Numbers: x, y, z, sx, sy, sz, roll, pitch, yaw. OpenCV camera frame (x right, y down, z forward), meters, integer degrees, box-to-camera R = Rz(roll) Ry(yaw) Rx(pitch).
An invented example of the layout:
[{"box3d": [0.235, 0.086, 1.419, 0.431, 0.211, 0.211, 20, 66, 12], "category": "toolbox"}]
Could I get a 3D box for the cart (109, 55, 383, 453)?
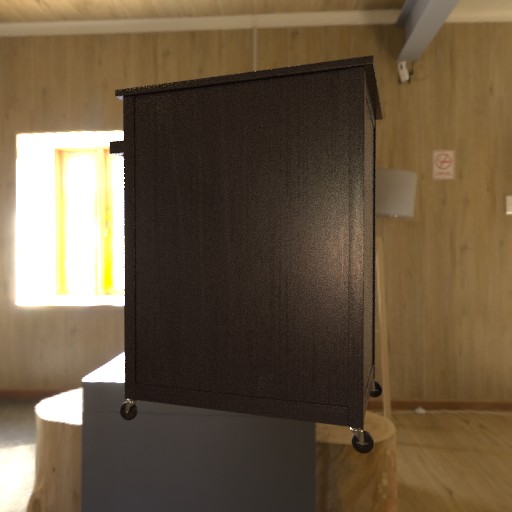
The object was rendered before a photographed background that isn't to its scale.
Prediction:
[{"box3d": [0.000, 0.000, 1.285, 0.690, 0.878, 0.449, 0, 1, 19], "category": "cart"}]
